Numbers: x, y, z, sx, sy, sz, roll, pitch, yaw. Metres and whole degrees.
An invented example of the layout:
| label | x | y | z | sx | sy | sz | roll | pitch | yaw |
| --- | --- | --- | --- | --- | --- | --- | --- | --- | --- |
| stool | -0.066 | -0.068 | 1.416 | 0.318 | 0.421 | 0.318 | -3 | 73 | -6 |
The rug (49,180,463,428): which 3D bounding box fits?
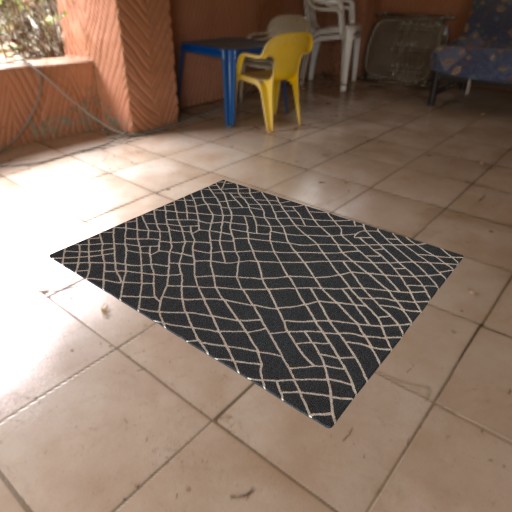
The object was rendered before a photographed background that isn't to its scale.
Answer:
| label | x | y | z | sx | sy | sz | roll | pitch | yaw |
| --- | --- | --- | --- | --- | --- | --- | --- | --- | --- |
| rug | 0.000 | 0.000 | 4.148 | 3.047 | 0.022 | 2.439 | 23 | 38 | 32 |
